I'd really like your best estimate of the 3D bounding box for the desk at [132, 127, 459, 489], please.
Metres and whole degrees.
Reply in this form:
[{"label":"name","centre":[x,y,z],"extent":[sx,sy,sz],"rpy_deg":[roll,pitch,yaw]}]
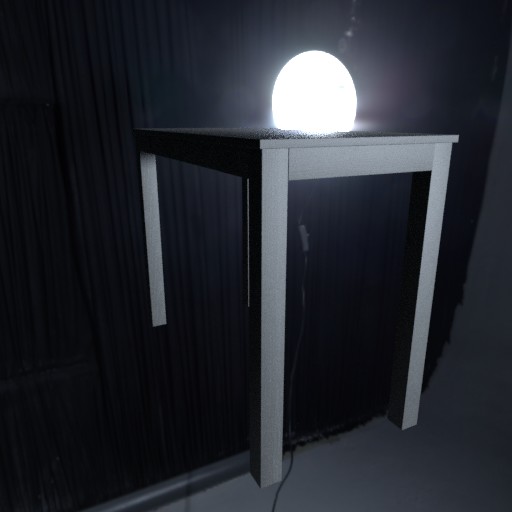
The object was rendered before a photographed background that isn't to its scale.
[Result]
[{"label":"desk","centre":[0.000,0.000,1.404],"extent":[0.499,0.762,0.991],"rpy_deg":[-9,19,-26]}]
